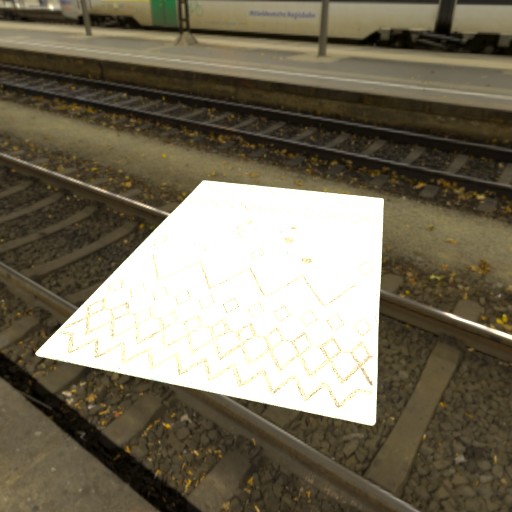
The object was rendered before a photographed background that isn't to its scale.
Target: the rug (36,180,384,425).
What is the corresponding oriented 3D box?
[{"bbox_3d":[0.000,0.000,2.296,1.260,0.009,1.820,8,32,12],"label":"rug"}]
